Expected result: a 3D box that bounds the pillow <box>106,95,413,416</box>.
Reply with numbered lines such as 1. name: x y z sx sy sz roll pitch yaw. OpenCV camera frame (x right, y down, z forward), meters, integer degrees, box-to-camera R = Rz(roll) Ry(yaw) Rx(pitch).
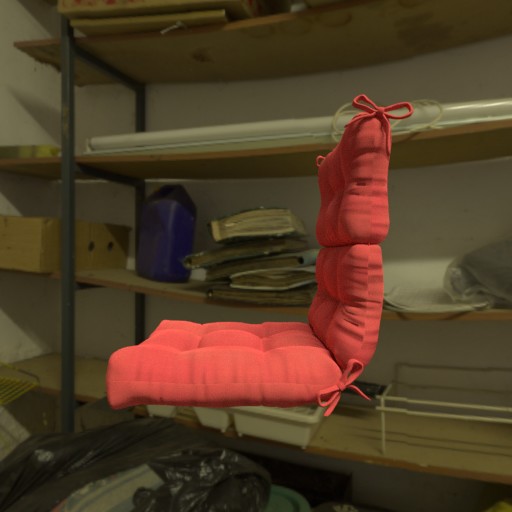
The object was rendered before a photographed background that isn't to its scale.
1. pillow: 0.000 0.000 1.039 0.571 0.605 0.519 0 0 0
